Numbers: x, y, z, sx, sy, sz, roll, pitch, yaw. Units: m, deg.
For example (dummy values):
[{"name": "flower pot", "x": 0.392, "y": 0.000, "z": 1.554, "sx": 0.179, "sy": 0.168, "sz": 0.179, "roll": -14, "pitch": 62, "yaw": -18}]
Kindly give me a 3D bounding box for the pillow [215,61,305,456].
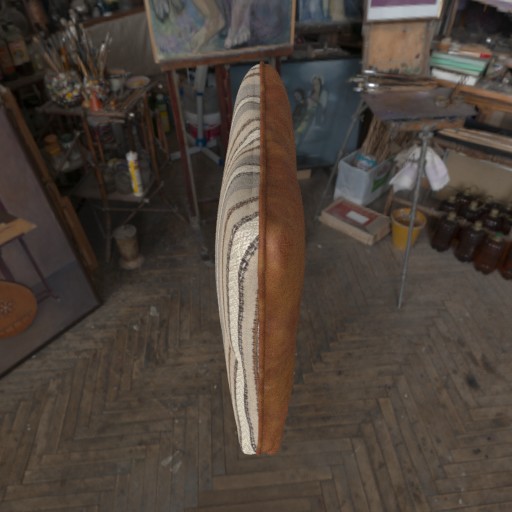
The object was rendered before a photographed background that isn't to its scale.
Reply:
[{"name": "pillow", "x": 0.000, "y": 0.000, "z": 0.740, "sx": 0.130, "sy": 0.490, "sz": 0.489, "roll": 0, "pitch": 42, "yaw": 0}]
